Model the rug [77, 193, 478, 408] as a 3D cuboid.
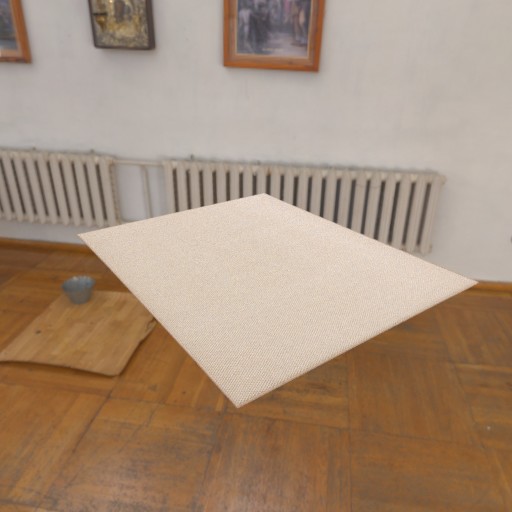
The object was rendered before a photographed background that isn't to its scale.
[{"bbox_3d":[0.000,0.000,4.198,2.462,0.018,3.039,-17,31,-32],"label":"rug"}]
